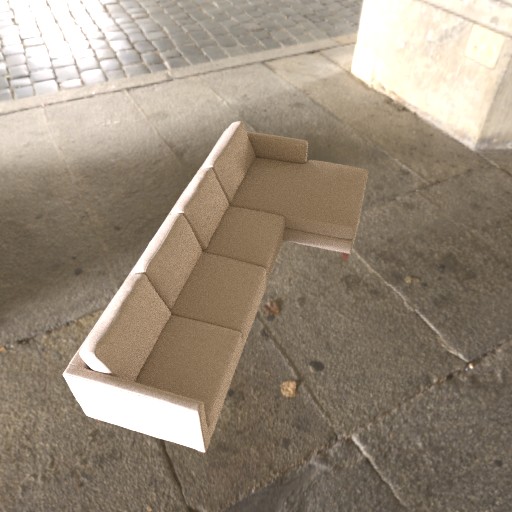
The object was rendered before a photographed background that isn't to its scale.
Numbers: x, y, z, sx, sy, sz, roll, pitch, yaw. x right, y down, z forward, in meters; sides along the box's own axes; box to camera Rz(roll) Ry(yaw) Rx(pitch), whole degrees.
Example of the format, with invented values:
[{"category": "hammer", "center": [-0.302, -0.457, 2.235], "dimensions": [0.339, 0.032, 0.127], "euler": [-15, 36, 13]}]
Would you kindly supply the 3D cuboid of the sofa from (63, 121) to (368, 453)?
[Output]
[{"category": "sofa", "center": [0.000, 0.000, 3.864], "dimensions": [1.625, 0.861, 3.186], "euler": [12, 47, 11]}]
